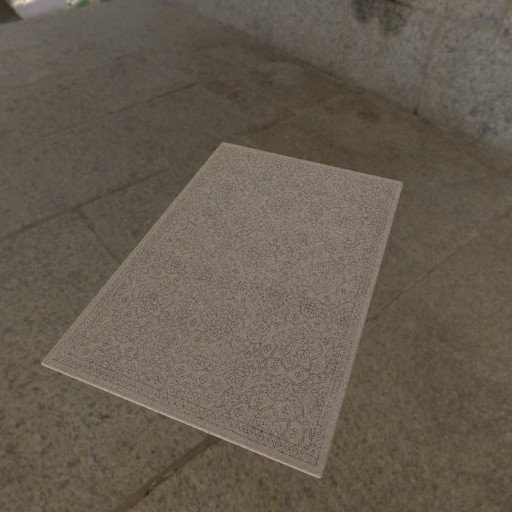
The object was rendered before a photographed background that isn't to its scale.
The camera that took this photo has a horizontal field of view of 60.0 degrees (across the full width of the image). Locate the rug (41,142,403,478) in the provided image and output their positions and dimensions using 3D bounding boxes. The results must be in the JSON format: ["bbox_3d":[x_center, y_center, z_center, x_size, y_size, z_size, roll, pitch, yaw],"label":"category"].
[{"bbox_3d":[0.000,0.000,2.860,1.524,0.011,2.286,16,49,15],"label":"rug"}]
